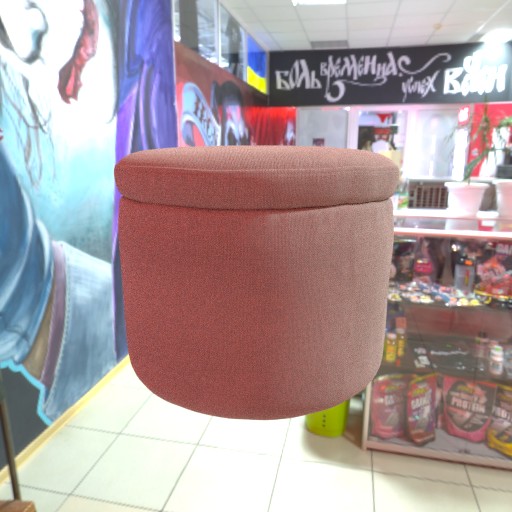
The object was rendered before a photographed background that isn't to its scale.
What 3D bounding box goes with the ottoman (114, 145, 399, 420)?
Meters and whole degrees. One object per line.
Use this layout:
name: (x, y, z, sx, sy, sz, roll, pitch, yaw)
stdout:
ottoman: (0.000, 0.000, 0.847, 0.497, 0.409, 0.497, 0, 14, 0)
